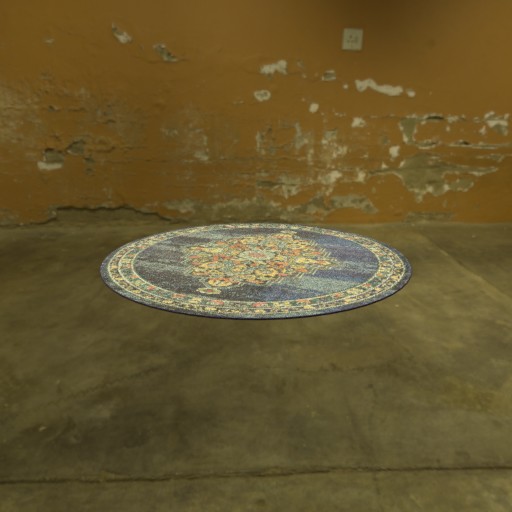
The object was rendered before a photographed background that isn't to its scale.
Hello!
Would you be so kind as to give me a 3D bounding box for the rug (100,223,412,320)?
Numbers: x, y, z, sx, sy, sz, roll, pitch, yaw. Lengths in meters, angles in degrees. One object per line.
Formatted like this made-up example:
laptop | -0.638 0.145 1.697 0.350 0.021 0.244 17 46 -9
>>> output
rug | 0.000 0.000 2.383 1.591 0.010 1.591 0 17 0
